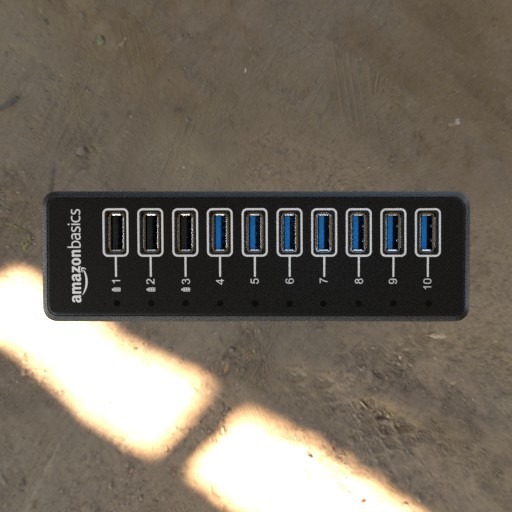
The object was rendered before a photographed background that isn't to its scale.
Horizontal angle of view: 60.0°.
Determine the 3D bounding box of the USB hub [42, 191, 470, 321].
[{"bbox_3d":[0.000,0.000,0.161,0.145,0.023,0.044,0,91,0],"label":"USB hub"}]
